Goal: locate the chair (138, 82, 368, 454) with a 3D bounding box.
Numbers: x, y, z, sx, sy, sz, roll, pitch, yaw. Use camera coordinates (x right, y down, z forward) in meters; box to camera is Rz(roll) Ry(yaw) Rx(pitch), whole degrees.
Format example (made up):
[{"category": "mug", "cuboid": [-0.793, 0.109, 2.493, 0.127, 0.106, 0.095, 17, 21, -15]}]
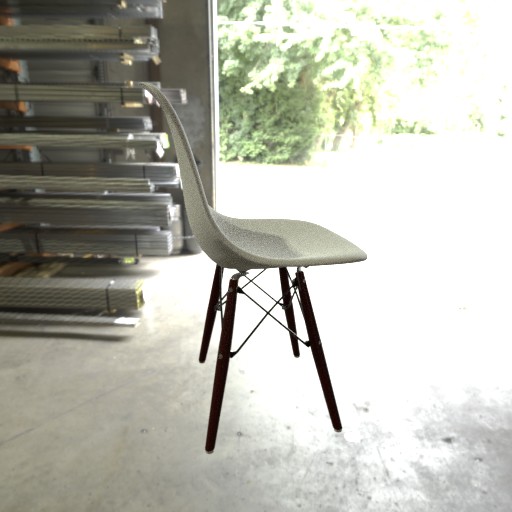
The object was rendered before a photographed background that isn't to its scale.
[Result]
[{"category": "chair", "cuboid": [0.000, 0.000, 1.150, 0.533, 0.826, 0.470, -3, 17, -11]}]
